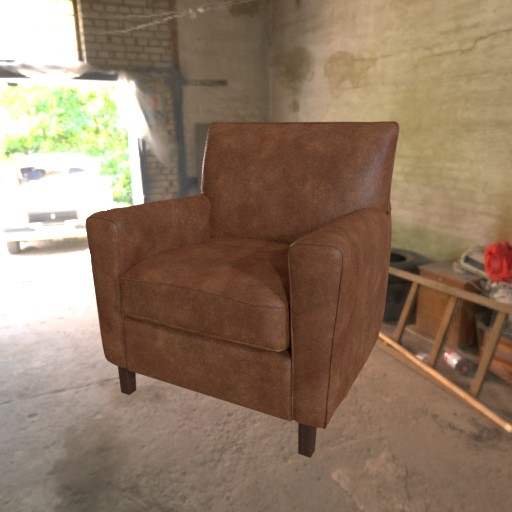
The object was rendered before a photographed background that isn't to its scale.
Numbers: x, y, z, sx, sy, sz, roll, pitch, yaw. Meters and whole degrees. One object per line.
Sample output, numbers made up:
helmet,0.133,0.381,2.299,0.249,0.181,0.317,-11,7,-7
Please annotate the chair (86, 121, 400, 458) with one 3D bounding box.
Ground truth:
chair,0.000,0.000,1.613,0.870,0.943,0.823,8,18,26
